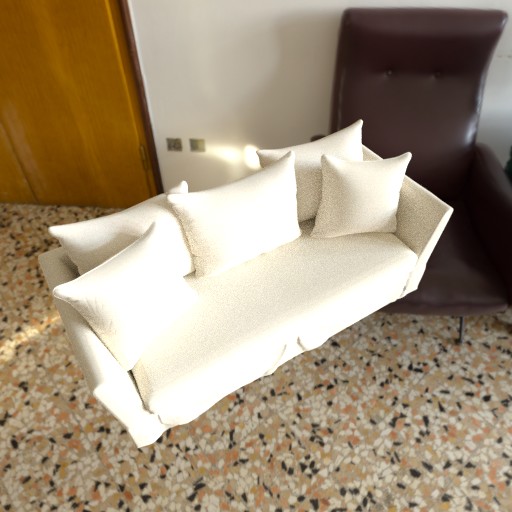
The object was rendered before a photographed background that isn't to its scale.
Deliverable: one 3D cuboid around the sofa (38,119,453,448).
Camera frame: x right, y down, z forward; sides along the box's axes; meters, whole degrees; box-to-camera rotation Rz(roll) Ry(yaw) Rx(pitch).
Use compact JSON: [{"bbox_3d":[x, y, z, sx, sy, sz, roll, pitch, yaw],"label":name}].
[{"bbox_3d":[0.000,0.000,2.765,2.290,1.034,1.031,-24,51,-21],"label":"sofa"}]
